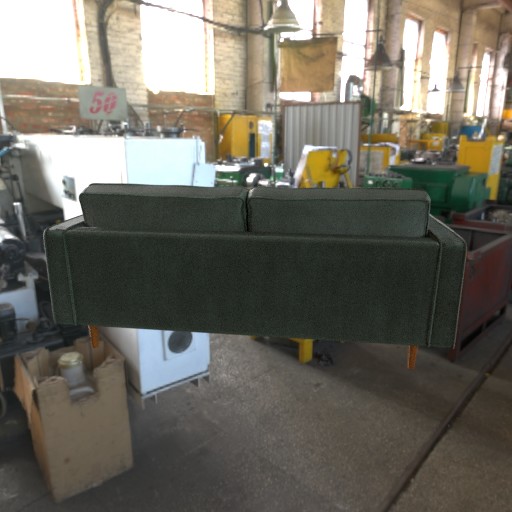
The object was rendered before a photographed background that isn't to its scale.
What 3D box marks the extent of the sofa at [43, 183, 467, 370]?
[{"bbox_3d":[0.000,0.000,2.296,1.816,0.781,0.886,2,16,8],"label":"sofa"}]
